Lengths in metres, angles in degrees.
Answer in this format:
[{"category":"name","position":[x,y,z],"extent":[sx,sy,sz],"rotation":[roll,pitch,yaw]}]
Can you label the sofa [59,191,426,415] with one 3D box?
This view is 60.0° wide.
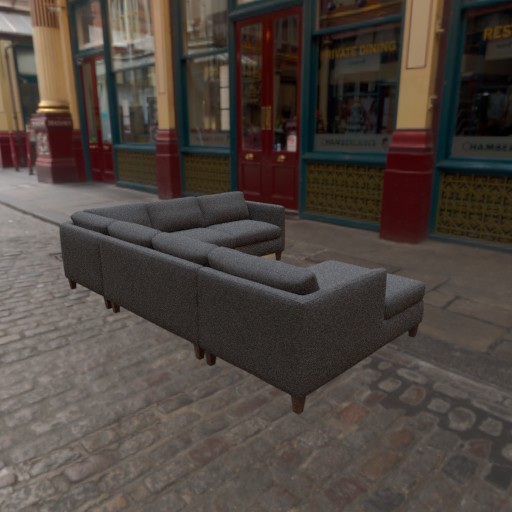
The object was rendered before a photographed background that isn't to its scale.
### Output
[{"category":"sofa","position":[0.000,0.000,4.359],"extent":[3.238,0.853,2.551],"rotation":[15,21,43]}]
